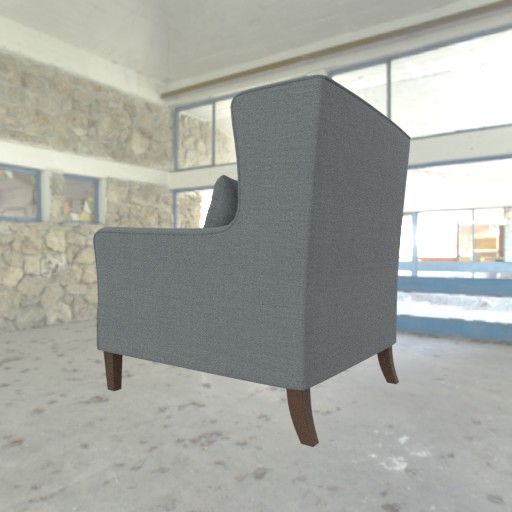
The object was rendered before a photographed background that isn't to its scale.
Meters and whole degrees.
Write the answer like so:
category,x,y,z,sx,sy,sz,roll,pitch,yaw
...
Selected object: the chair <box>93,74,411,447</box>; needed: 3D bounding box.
category,x,y,z,sx,sy,sz,roll,pitch,yaw
chair,0.000,0.000,1.802,1.040,1.056,0.866,0,0,35
